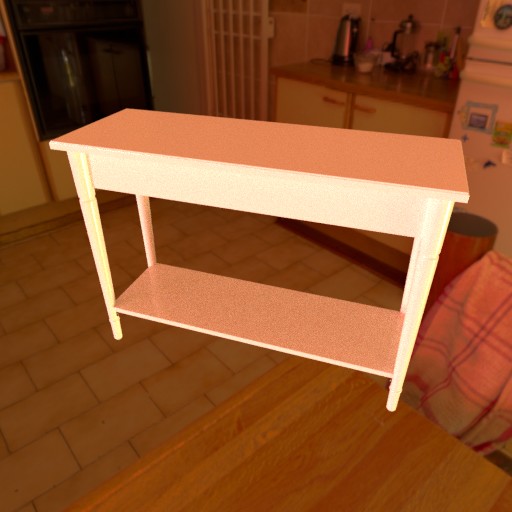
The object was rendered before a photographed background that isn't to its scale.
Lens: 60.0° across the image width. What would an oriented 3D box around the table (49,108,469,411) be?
[{"bbox_3d":[0.000,0.000,1.415,1.067,0.749,0.381,10,34,16],"label":"table"}]
